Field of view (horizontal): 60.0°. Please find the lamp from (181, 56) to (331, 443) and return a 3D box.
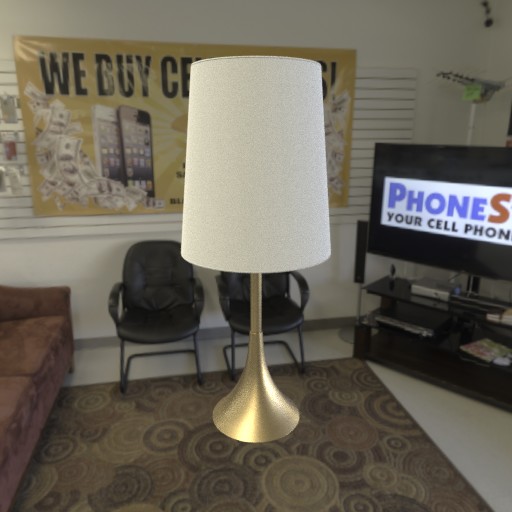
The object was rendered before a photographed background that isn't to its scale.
[{"bbox_3d":[0.000,0.000,0.694,0.231,0.569,0.231,0,16,0],"label":"lamp"}]
